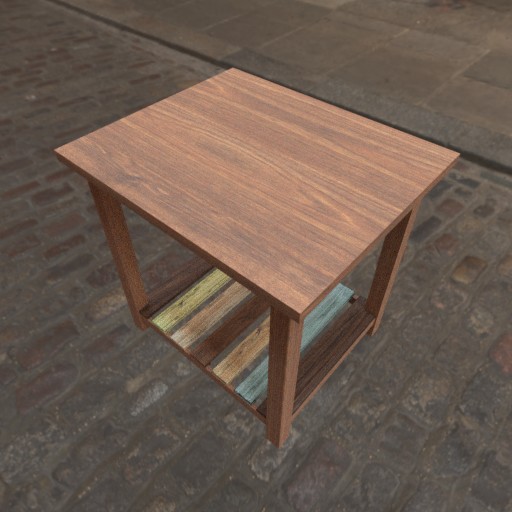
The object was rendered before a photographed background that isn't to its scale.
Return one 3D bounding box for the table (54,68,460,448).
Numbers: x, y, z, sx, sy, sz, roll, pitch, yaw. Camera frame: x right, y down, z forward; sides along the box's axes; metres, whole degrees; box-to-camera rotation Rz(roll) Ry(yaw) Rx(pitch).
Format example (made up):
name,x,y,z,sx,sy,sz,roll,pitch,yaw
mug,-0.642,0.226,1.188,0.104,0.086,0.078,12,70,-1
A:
name,x,y,z,sx,sy,sz,roll,pitch,yaw
table,0.000,0.000,1.170,0.660,0.635,0.559,32,54,27
